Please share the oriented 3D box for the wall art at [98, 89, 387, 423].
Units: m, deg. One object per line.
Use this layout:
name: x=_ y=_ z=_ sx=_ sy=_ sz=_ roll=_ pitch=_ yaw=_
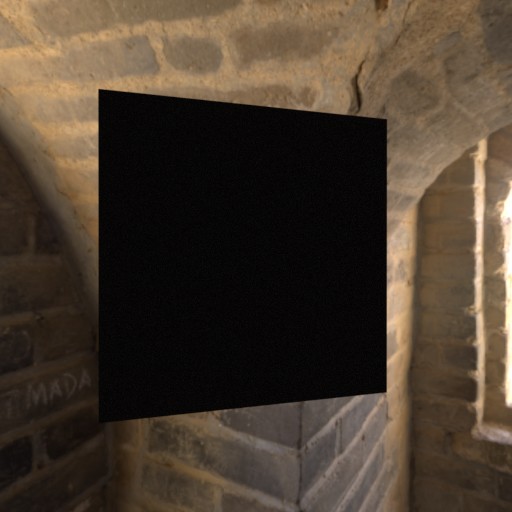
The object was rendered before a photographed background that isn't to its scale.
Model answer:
wall art: x=0.000 y=0.000 z=0.681 sx=0.456 sy=0.458 sz=0.013 roll=0 pitch=0 yaw=-17
